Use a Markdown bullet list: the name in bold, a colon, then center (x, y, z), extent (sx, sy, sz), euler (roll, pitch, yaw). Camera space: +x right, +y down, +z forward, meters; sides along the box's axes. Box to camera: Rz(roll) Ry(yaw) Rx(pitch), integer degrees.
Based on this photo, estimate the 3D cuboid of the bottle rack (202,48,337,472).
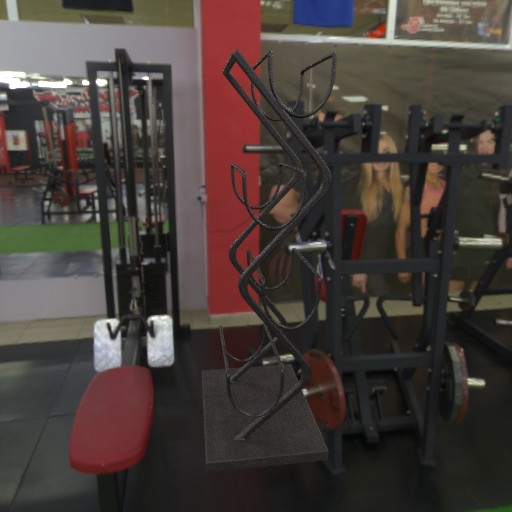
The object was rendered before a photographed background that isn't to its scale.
- **bottle rack**: center (0.000, 0.000, 0.684), extent (0.178, 0.559, 0.254), euler (-2, 16, -8)
